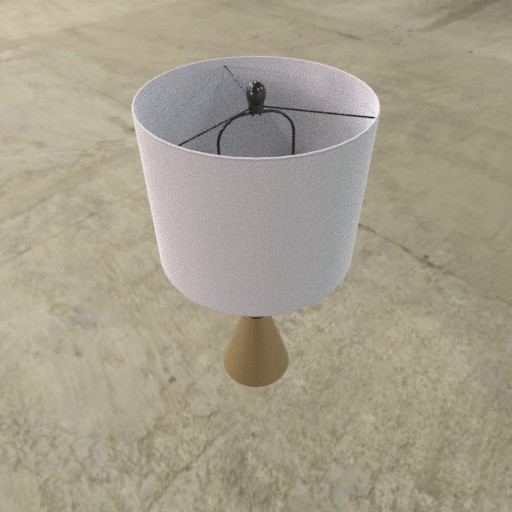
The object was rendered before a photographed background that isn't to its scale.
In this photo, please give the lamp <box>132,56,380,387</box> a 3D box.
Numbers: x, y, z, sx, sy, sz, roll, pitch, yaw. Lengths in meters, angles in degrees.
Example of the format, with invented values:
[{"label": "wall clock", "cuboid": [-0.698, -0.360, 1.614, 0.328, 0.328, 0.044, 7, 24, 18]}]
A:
[{"label": "lamp", "cuboid": [0.000, 0.000, 0.731, 0.304, 0.573, 0.304, -12, 44, -13]}]
